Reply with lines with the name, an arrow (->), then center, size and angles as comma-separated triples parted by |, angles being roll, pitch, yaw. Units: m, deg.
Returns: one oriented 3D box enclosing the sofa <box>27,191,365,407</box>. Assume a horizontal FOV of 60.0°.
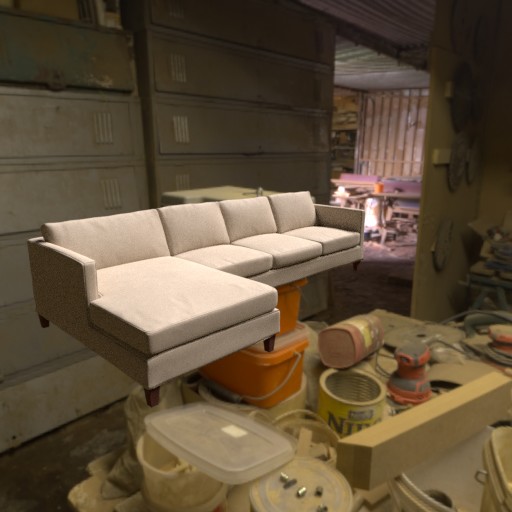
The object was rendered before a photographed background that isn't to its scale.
sofa -> 0.000, 0.000, 3.855 | 1.625, 0.846, 3.186 | 13, 19, 43
